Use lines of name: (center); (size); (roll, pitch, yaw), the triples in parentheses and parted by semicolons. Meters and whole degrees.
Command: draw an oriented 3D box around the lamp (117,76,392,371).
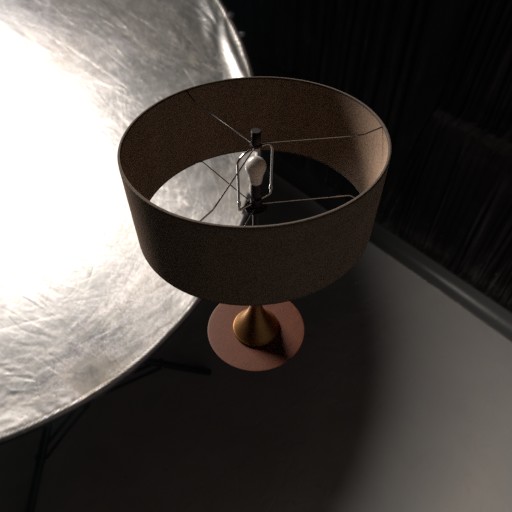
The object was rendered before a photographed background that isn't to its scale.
lamp: (0.000, 0.000, 0.866); (0.417, 0.551, 0.396); (-32, 55, -26)
